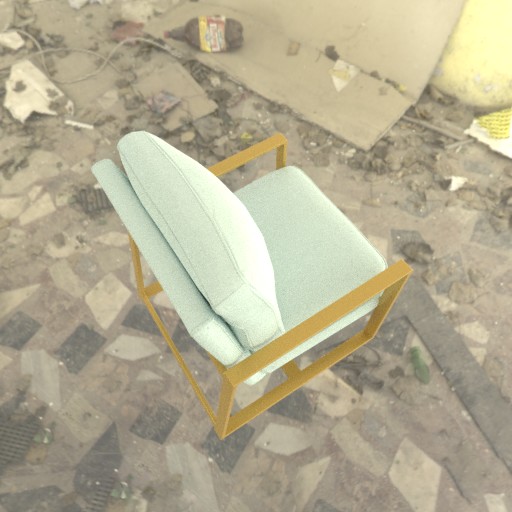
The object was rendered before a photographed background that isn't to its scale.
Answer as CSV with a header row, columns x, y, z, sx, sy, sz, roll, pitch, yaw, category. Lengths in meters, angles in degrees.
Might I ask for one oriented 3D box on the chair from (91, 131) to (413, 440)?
x,y,z,sx,sy,sz,roll,pitch,yaw,category
0.000,0.000,1.587,0.813,0.956,0.758,-28,62,-17,chair
